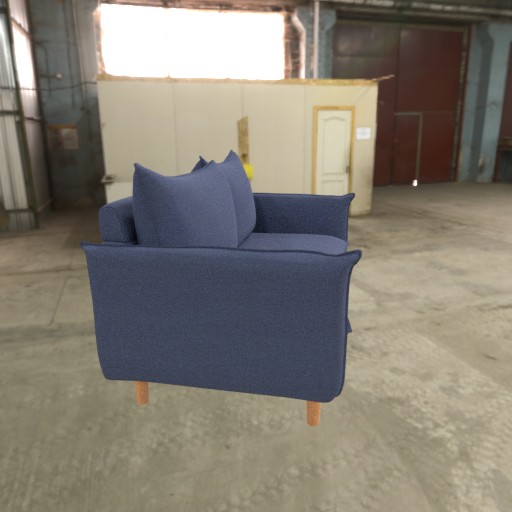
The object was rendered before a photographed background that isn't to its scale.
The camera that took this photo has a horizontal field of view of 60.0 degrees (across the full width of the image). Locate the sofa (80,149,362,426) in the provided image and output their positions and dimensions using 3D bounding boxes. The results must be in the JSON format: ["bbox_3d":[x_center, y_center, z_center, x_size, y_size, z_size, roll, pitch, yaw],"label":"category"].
[{"bbox_3d":[0.000,0.000,1.884,0.820,0.840,1.300,3,16,11],"label":"sofa"}]
